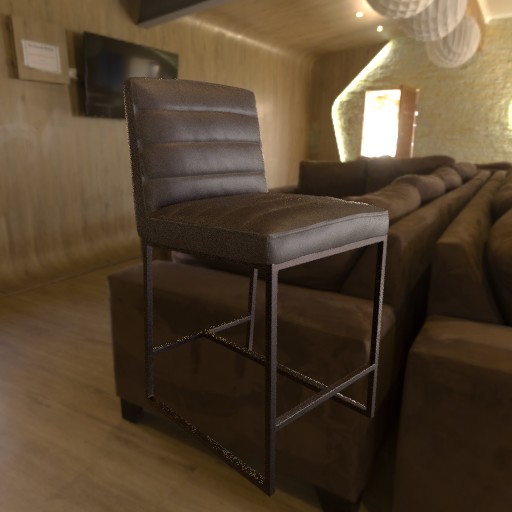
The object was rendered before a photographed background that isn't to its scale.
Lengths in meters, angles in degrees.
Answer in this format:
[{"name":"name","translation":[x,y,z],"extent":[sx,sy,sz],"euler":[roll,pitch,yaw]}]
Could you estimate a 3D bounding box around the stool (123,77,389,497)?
[{"name":"stool","translation":[0.000,0.000,1.217],"extent":[0.463,0.946,0.562],"euler":[-13,20,-42]}]
